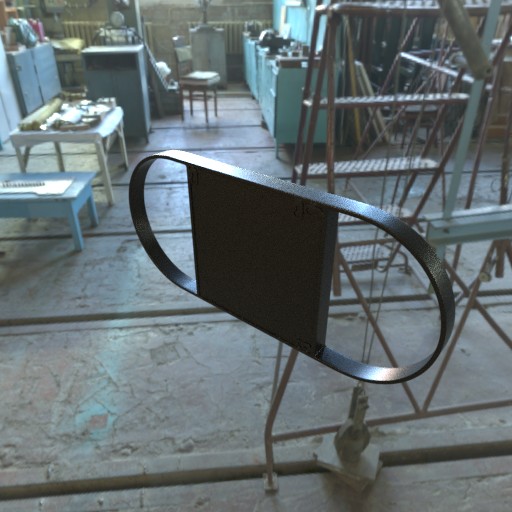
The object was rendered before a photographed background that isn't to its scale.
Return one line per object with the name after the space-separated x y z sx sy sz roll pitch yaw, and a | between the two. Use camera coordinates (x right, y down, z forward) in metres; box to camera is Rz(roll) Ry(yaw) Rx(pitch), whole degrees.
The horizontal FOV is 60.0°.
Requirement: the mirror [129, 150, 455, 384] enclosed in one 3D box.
0.000 0.000 0.679 0.584 0.254 0.032 23 38 33 | mirror
